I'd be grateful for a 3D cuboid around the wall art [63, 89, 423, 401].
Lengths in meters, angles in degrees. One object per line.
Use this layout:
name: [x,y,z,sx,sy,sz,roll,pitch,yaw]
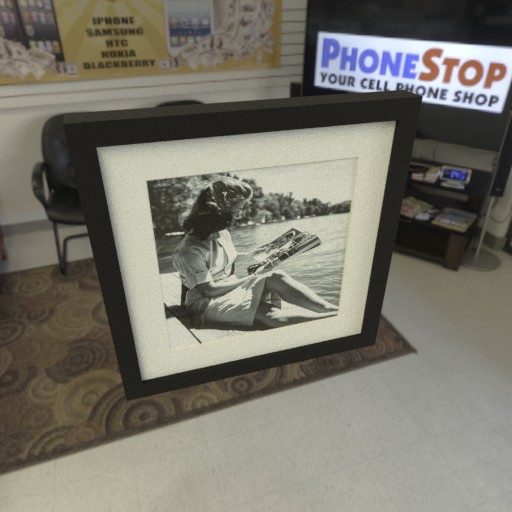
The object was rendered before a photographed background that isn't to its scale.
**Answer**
wall art: [0.000,0.000,0.459,0.308,0.305,0.030,-9,33,-14]
